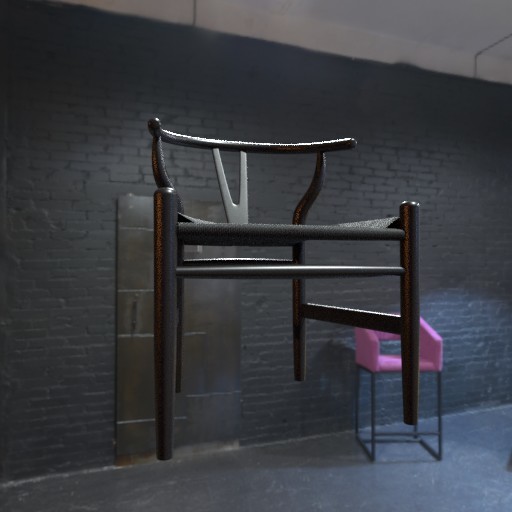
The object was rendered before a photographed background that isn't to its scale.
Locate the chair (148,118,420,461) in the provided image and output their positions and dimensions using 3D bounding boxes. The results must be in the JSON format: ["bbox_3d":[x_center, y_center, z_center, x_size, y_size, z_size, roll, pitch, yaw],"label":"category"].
[{"bbox_3d":[0.000,0.000,1.135,0.569,0.730,0.579,0,-1,-19],"label":"chair"}]
